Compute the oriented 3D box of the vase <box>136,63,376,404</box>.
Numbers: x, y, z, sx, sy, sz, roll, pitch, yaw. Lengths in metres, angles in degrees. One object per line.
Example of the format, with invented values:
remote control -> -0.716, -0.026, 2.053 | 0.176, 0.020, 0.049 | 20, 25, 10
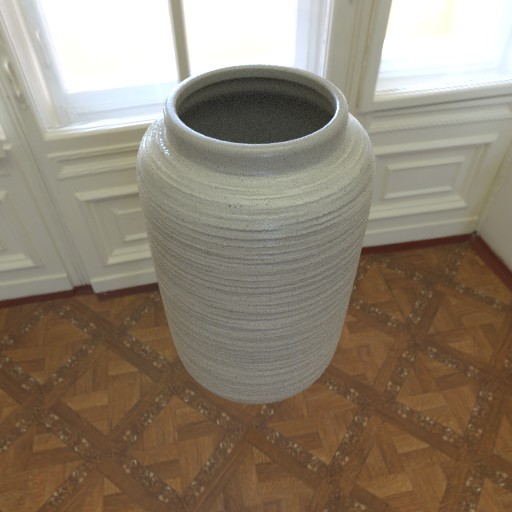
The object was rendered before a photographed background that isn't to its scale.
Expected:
vase -> 0.000, 0.000, 0.452 | 0.202, 0.335, 0.202 | 0, 46, 0
